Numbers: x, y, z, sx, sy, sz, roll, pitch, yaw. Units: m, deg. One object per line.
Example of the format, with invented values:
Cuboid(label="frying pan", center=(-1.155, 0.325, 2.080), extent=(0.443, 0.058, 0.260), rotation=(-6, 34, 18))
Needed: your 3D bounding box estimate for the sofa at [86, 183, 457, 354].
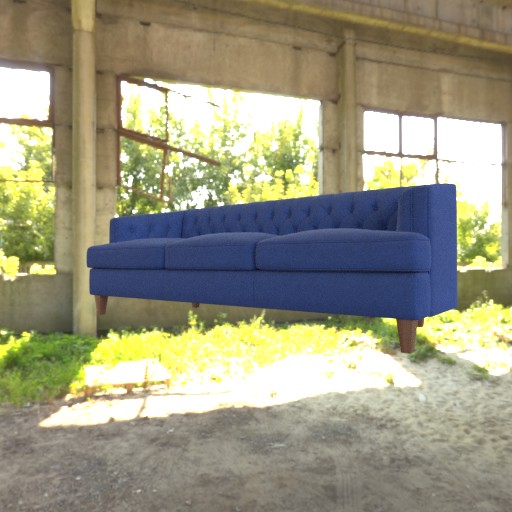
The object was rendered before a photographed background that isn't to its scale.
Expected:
Cuboid(label="sofa", center=(0.000, 0.000, 2.682), extent=(2.235, 0.787, 0.914), rotation=(-1, -1, 38))
